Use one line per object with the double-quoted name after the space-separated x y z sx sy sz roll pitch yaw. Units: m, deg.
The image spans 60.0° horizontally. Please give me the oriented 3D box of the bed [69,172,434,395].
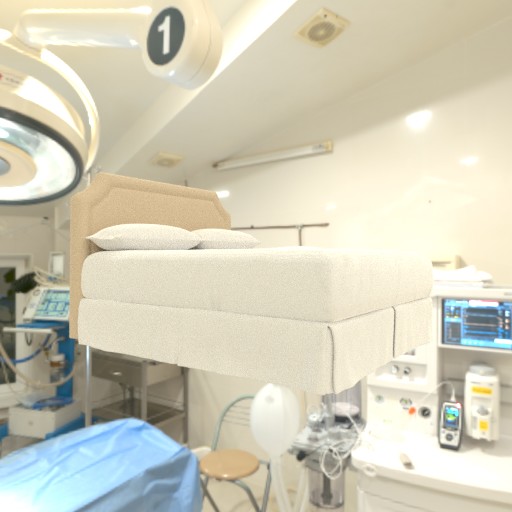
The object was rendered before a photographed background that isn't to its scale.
0.000 0.000 3.933 2.548 1.524 2.134 0 0 36 "bed"
